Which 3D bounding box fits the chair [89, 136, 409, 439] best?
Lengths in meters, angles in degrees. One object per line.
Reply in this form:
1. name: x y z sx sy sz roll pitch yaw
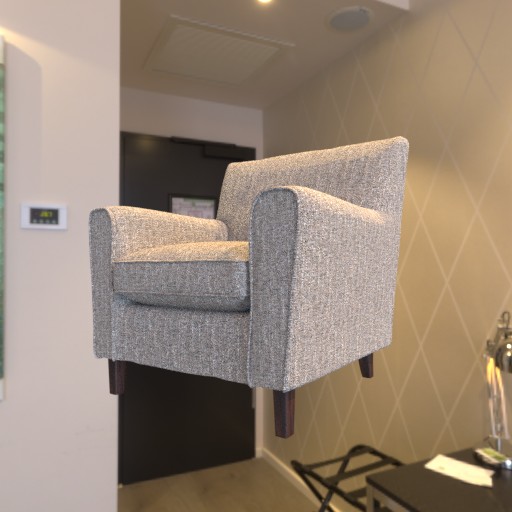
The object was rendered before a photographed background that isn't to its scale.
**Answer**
1. chair: 0.000 0.000 1.604 0.864 0.928 0.873 -1 -1 34
